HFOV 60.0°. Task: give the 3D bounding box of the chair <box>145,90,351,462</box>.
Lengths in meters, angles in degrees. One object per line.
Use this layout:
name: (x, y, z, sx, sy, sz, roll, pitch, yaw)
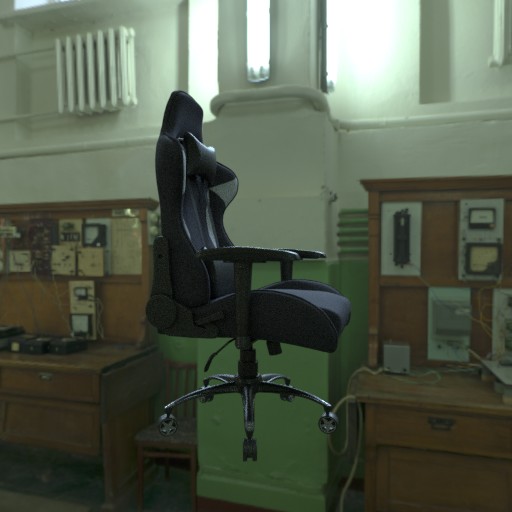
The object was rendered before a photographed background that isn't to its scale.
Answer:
chair: (0.000, 0.000, 1.711, 0.695, 1.300, 0.730, 0, 0, 16)
